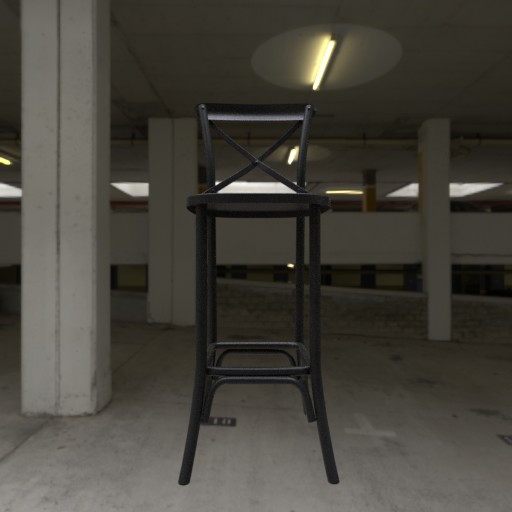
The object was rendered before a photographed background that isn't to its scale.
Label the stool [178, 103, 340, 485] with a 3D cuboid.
[{"bbox_3d":[0.000,0.000,1.422,0.457,1.168,0.584,0,0,-1],"label":"stool"}]
